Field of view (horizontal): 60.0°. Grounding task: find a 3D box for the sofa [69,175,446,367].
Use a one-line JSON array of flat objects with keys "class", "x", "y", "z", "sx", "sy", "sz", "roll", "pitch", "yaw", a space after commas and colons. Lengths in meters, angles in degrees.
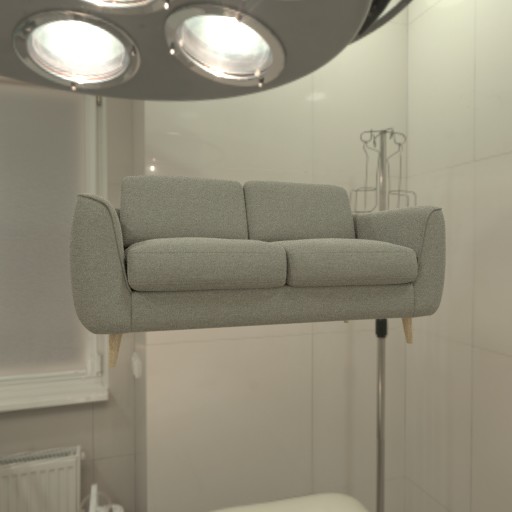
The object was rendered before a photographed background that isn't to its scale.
[{"class": "sofa", "x": 0.000, "y": 0.000, "z": 2.250, "sx": 1.700, "sy": 0.850, "sz": 0.920, "roll": 0, "pitch": 1, "yaw": -18}]
